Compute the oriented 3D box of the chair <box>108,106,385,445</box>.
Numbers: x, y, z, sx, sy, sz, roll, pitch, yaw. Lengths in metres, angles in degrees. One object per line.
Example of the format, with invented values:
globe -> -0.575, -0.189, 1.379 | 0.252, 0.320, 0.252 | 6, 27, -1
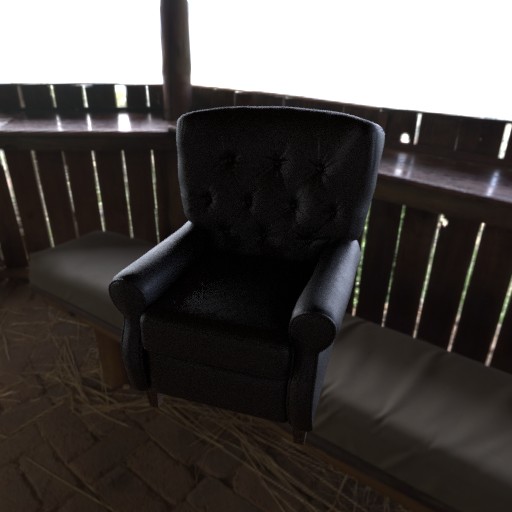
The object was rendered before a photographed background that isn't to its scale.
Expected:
chair -> 0.000, 0.000, 1.953 | 0.948, 1.158, 1.058 | 8, 27, 16
